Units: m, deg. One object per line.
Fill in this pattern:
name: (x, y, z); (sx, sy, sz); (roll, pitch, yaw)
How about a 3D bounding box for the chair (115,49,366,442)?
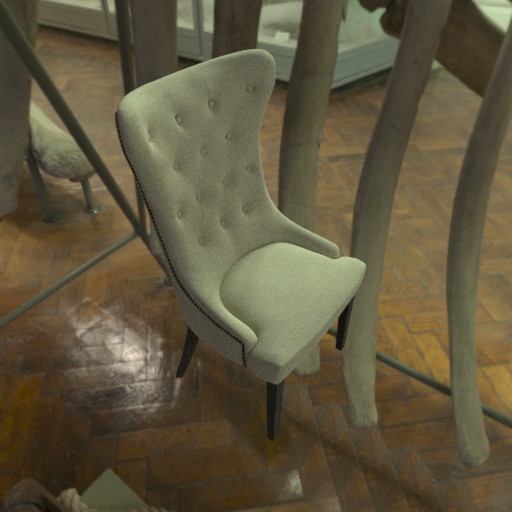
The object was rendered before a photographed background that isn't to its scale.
chair: (0.000, 0.000, 1.412); (0.590, 1.065, 0.584); (26, 47, 27)
